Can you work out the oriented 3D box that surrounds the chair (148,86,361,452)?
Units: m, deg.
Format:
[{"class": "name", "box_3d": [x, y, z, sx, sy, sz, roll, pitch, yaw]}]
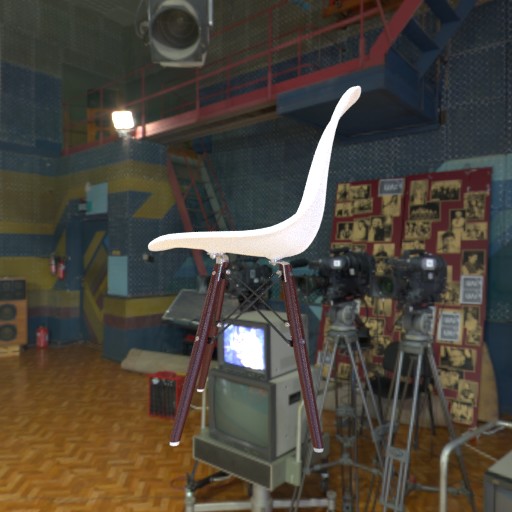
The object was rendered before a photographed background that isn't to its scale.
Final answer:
[{"class": "chair", "box_3d": [0.000, 0.000, 1.157, 0.533, 0.826, 0.470, 0, 0, 1]}]
